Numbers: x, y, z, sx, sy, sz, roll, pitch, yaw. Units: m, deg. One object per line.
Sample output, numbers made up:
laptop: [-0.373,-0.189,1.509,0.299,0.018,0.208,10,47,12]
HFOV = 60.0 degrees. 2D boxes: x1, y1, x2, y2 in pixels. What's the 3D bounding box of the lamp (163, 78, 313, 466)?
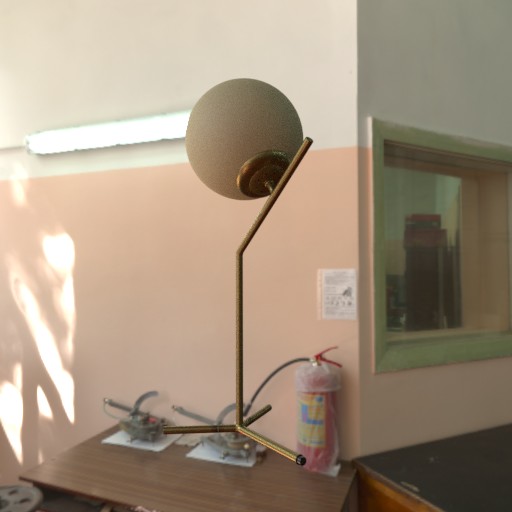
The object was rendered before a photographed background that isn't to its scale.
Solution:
lamp: [0.000,0.000,0.670,0.210,0.552,0.251,1,-2,-35]
